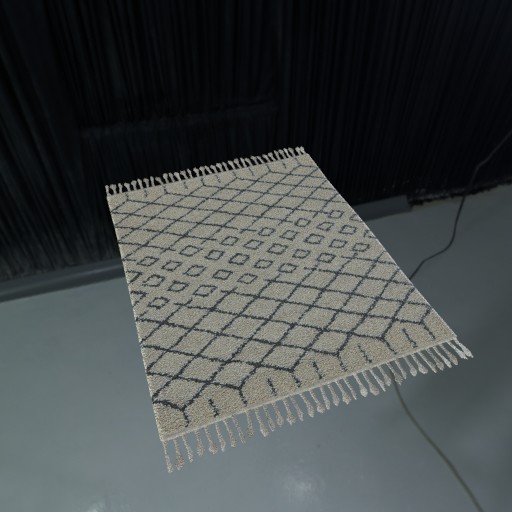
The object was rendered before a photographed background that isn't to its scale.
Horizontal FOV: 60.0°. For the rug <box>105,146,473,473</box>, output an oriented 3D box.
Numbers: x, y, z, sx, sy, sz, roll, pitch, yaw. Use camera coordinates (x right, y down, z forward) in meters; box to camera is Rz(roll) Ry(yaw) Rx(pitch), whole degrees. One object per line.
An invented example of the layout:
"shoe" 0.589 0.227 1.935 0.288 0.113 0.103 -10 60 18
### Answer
"rug" 0.000 0.000 4.149 2.388 0.030 3.213 -15 48 -14
